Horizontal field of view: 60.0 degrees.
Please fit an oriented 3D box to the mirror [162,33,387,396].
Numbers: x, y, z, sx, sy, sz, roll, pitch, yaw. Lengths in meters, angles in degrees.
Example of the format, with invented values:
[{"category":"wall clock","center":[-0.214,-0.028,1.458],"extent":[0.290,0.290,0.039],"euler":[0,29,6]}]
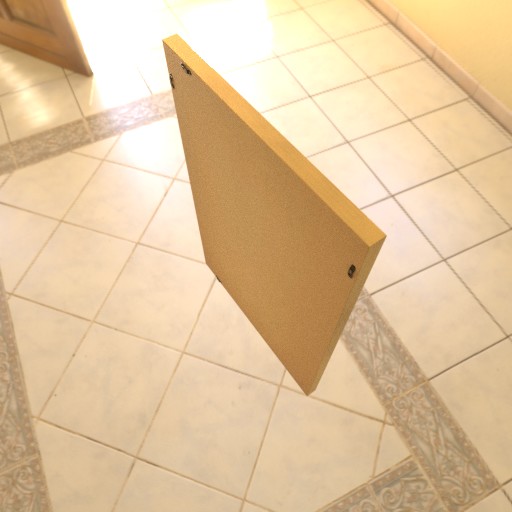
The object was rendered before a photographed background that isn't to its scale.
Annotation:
[{"category":"mirror","center":[0.000,0.000,1.168],"extent":[0.040,0.915,0.609],"euler":[-32,64,-17]}]
